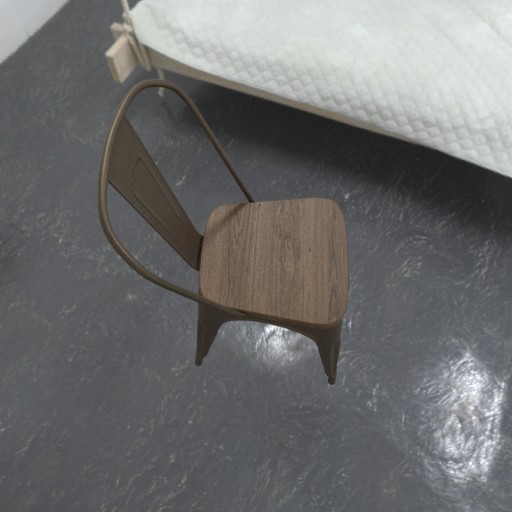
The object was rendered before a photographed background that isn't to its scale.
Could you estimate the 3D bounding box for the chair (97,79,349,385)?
[{"bbox_3d":[0.000,0.000,1.145,0.532,0.844,0.451,3,62,2],"label":"chair"}]
